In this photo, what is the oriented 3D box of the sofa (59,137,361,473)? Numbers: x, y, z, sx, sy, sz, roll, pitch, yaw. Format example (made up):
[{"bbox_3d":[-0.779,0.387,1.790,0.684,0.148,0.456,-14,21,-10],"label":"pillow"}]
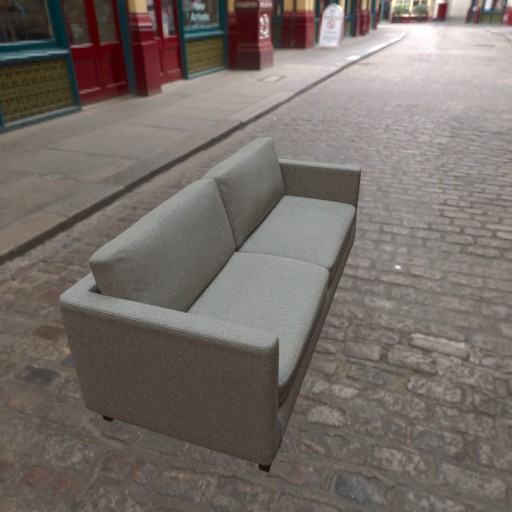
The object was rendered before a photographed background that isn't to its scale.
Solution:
[{"bbox_3d":[0.000,0.000,2.672,0.956,0.963,2.208,10,30,17],"label":"sofa"}]
